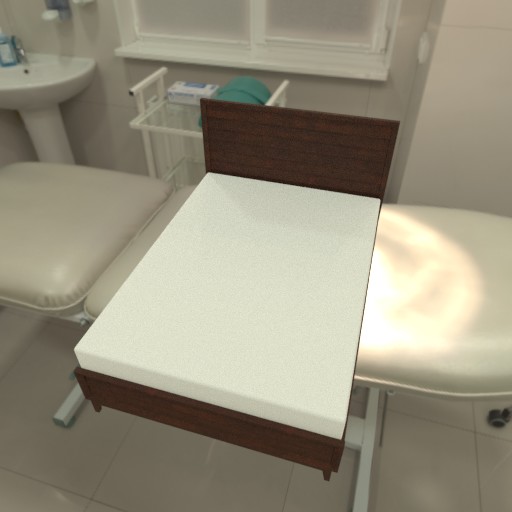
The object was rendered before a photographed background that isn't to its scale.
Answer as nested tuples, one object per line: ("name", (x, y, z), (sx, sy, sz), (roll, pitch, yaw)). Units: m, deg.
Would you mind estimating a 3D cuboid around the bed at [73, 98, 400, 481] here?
("bed", (0.000, 0.000, 3.110), (1.600, 1.270, 2.184), (11, 42, 13))
